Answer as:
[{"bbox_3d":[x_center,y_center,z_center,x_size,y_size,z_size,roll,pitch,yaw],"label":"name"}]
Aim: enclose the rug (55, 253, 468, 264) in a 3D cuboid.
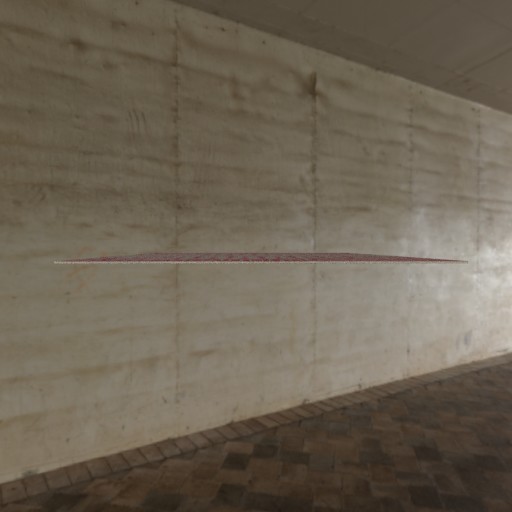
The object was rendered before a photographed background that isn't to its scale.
[{"bbox_3d":[0.000,0.000,4.118,2.441,0.016,3.095,0,1,-1],"label":"rug"}]
